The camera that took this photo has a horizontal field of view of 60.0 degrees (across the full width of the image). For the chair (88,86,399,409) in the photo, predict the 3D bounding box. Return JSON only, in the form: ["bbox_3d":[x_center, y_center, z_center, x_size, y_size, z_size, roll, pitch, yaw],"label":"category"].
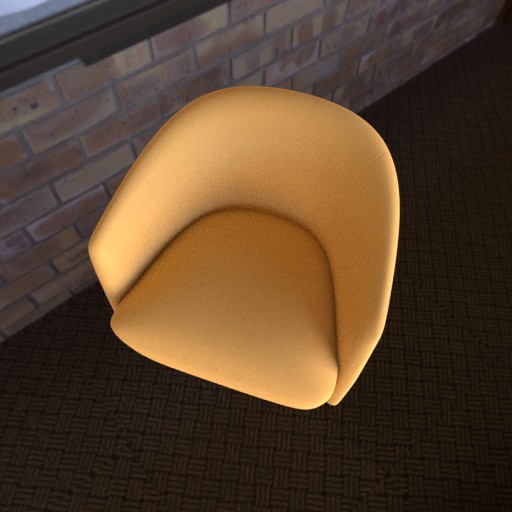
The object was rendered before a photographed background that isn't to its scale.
[{"bbox_3d":[0.000,0.000,1.387,0.773,0.698,0.767,16,61,9],"label":"chair"}]
